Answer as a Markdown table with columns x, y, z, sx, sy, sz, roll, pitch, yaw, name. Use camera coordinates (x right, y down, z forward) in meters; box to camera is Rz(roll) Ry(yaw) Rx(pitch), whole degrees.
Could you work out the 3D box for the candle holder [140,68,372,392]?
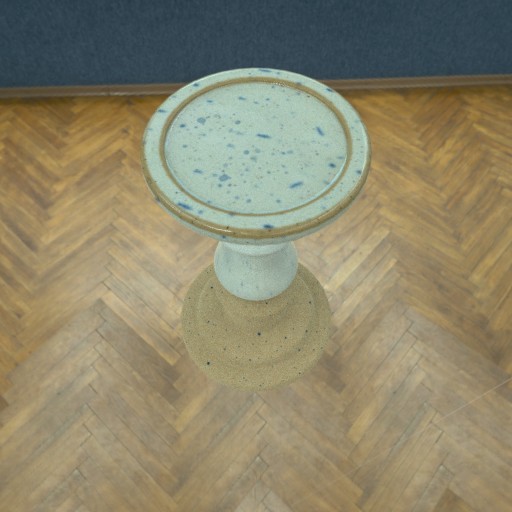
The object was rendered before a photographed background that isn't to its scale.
| x | y | z | sx | sy | sz | roll | pitch | yaw | name |
| --- | --- | --- | --- | --- | --- | --- | --- | --- | --- |
| 0.000 | 0.000 | 0.284 | 0.123 | 0.202 | 0.123 | 0 | 59 | 0 | candle holder |
